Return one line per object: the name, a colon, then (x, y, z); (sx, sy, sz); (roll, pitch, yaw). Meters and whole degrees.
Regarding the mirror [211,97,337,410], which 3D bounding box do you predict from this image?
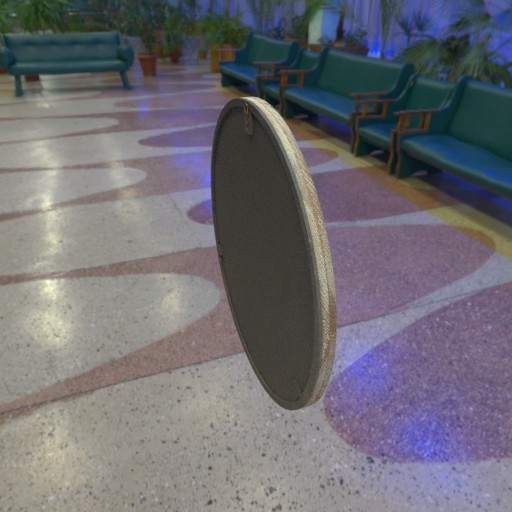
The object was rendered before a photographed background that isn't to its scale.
mirror: (0.000, 0.000, 1.053); (0.038, 0.710, 0.710); (-11, 33, -17)
